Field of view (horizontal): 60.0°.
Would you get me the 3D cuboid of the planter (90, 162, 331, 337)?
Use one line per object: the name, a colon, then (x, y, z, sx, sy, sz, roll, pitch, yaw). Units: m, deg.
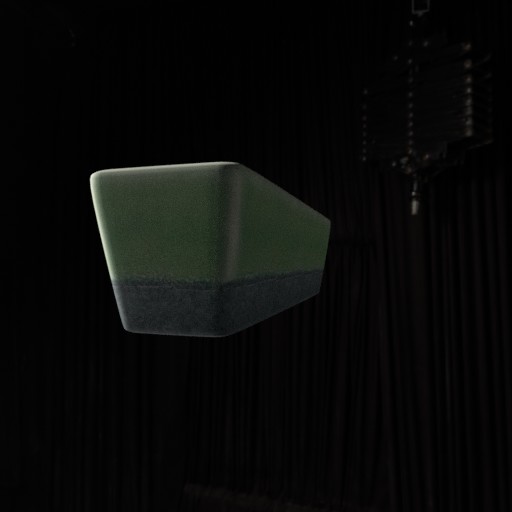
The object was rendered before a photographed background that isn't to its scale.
planter: (0.000, 0.000, 0.309, 0.072, 0.072, 0.275, 0, 0, 17)
